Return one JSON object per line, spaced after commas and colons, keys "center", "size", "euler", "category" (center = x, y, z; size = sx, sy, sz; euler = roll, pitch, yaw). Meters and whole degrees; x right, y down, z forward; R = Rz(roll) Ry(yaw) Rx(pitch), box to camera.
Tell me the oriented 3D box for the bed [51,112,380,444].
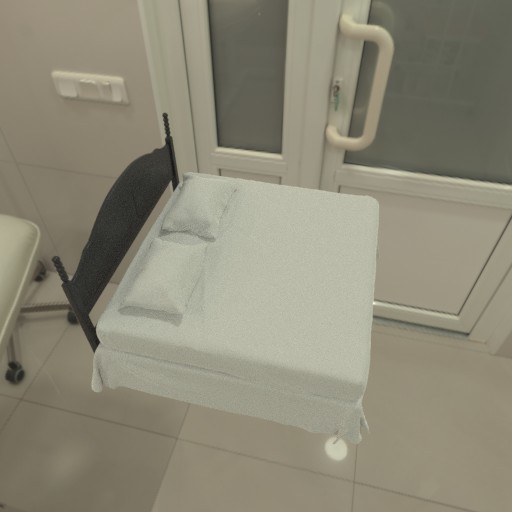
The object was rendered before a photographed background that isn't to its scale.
{"center": [0.000, 0.000, 3.709], "size": [2.219, 1.355, 2.322], "euler": [10, 47, 9], "category": "bed"}
